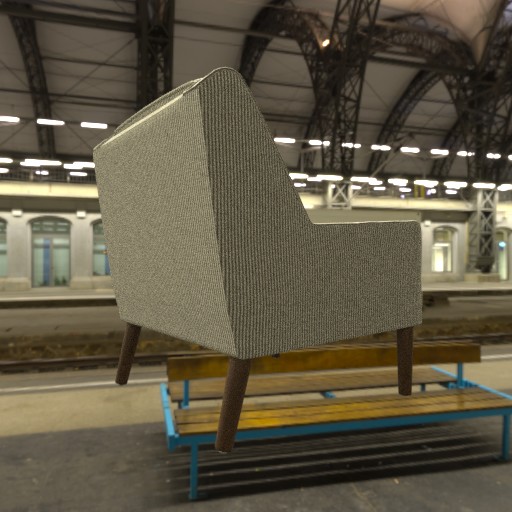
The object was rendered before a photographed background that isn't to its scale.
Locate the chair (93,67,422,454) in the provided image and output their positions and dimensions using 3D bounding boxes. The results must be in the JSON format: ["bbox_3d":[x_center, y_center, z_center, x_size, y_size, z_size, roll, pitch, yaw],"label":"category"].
[{"bbox_3d":[0.000,0.000,1.295,0.743,0.792,0.663,0,0,-37],"label":"chair"}]
